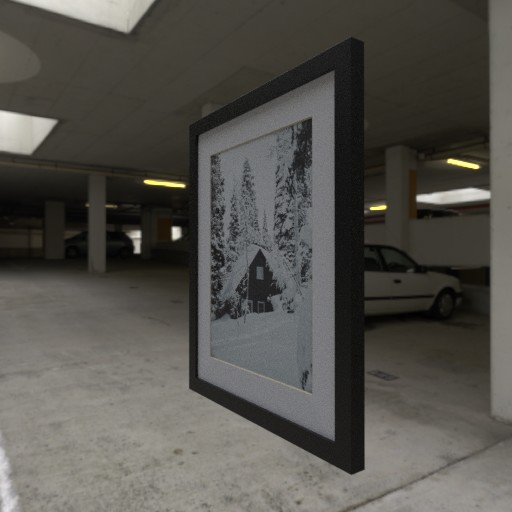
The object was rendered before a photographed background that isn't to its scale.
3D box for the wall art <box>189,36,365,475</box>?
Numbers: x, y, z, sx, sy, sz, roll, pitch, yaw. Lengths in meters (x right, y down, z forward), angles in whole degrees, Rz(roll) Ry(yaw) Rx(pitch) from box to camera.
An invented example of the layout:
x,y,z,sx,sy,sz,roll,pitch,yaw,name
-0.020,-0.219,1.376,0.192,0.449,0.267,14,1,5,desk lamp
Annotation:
x,y,z,sx,sy,sz,roll,pitch,yaw,name
0.000,0.000,0.539,0.018,0.397,0.325,0,0,-35,wall art
